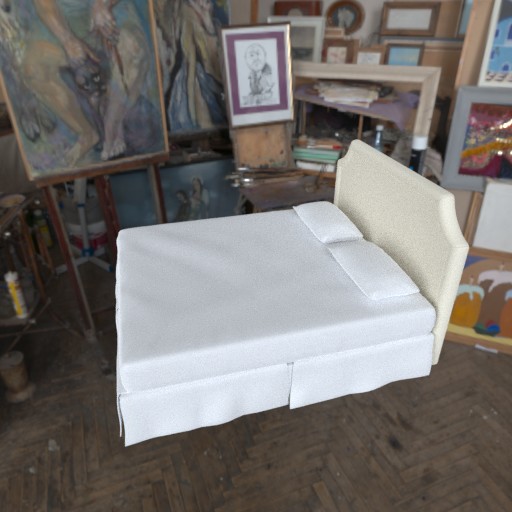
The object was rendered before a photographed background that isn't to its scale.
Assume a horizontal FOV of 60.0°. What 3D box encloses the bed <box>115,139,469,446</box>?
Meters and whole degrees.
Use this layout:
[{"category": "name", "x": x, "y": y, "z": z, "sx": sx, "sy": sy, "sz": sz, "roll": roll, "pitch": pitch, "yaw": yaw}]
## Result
[{"category": "bed", "x": 0.000, "y": 0.000, "z": 4.193, "sx": 2.773, "sy": 1.590, "sz": 2.350, "roll": -8, "pitch": 31, "yaw": -13}]
